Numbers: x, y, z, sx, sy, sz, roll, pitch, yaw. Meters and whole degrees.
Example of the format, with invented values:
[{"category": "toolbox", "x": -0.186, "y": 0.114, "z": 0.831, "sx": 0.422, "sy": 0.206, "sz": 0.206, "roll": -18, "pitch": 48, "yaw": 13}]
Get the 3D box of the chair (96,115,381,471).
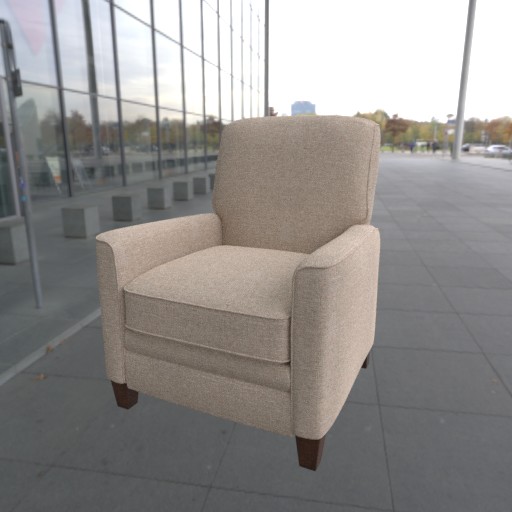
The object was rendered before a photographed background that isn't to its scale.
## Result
[{"category": "chair", "x": 0.000, "y": 0.000, "z": 1.640, "sx": 0.841, "sy": 1.028, "sz": 0.858, "roll": 7, "pitch": 16, "yaw": 25}]
